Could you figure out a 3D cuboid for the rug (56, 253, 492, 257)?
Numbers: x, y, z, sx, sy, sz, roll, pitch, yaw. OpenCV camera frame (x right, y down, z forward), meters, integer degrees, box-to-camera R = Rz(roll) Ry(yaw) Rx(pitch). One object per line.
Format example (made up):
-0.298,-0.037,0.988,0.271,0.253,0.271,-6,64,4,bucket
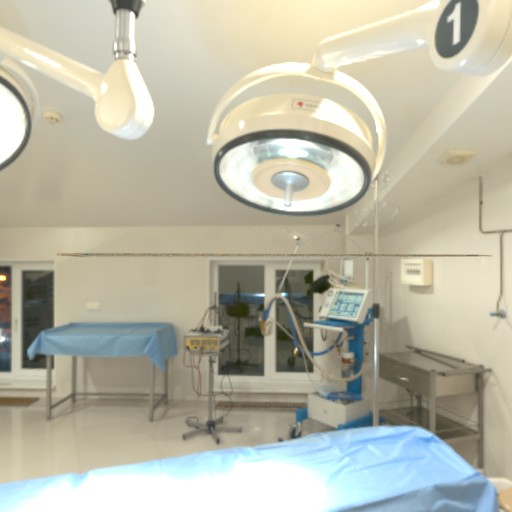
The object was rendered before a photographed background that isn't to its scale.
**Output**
0.000,0.000,2.241,1.730,0.009,1.278,0,0,-18,rug
